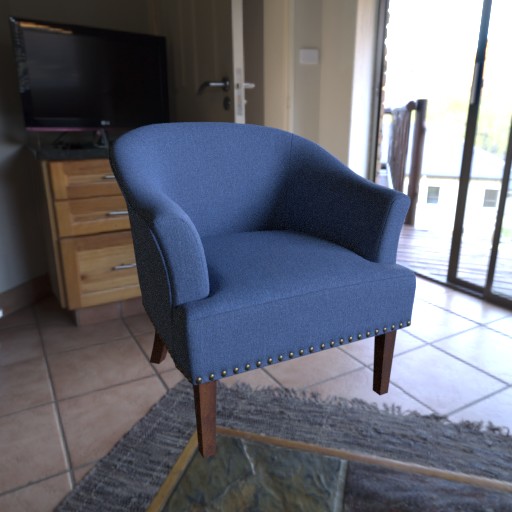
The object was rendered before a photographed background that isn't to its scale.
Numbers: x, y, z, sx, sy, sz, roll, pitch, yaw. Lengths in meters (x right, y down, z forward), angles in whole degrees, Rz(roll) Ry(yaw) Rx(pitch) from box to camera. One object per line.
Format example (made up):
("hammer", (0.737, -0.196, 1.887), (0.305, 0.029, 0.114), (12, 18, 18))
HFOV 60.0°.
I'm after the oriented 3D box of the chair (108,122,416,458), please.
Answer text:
("chair", (0.000, 0.000, 1.402), (0.798, 0.815, 0.704), (-8, 18, -27))
